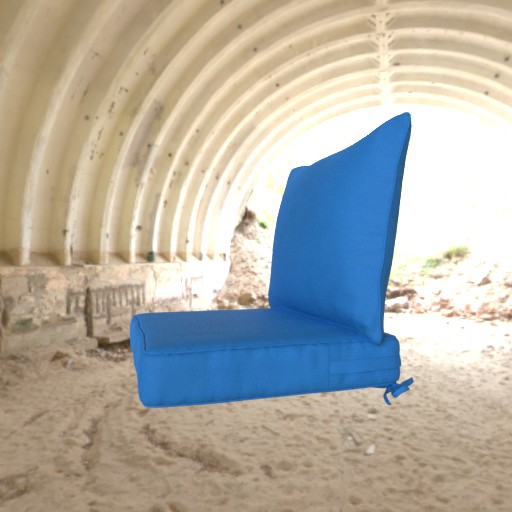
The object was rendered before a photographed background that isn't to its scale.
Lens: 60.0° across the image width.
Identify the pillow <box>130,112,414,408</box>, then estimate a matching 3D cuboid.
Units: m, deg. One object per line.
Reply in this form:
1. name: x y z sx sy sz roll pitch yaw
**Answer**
1. pillow: 0.000 0.000 1.369 0.733 0.725 0.798 0 0 -18
